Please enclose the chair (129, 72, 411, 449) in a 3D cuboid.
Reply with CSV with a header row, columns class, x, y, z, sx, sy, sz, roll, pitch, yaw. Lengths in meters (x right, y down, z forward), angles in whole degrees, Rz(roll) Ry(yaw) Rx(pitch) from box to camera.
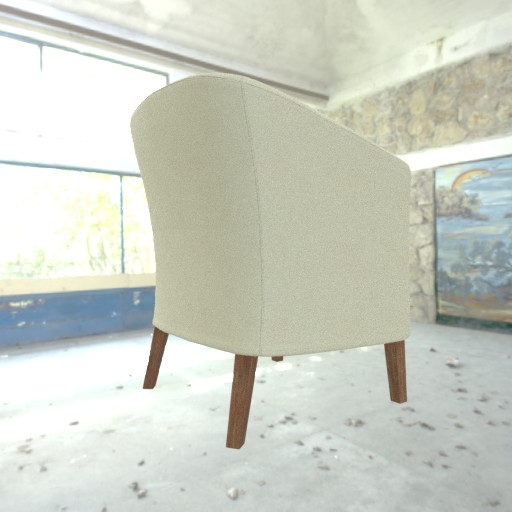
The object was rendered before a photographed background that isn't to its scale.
class,x,y,z,sx,sy,sz,roll,pitch,yaw
chair,0.000,0.000,1.304,0.657,0.822,0.643,-1,1,-35
